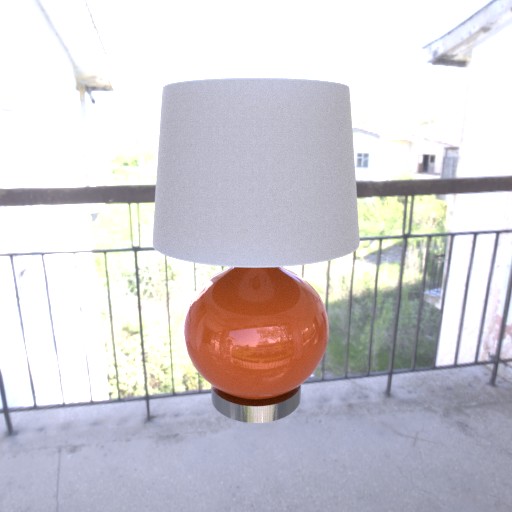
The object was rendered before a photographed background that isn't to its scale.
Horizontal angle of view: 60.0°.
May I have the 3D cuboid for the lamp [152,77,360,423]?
[{"bbox_3d":[0.000,0.000,0.544,0.247,0.387,0.247,0,15,0],"label":"lamp"}]
